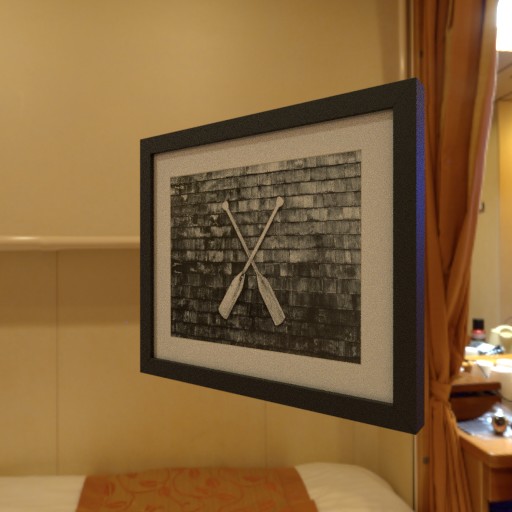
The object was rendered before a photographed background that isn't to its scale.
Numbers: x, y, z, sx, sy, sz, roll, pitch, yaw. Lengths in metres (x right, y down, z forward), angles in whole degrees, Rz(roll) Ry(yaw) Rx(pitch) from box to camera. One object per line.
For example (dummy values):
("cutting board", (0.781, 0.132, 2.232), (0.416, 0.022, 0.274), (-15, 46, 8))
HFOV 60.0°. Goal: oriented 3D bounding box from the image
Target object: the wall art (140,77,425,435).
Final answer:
("wall art", (0.000, 0.000, 0.530), (0.381, 0.330, 0.029), (0, 0, 35))
